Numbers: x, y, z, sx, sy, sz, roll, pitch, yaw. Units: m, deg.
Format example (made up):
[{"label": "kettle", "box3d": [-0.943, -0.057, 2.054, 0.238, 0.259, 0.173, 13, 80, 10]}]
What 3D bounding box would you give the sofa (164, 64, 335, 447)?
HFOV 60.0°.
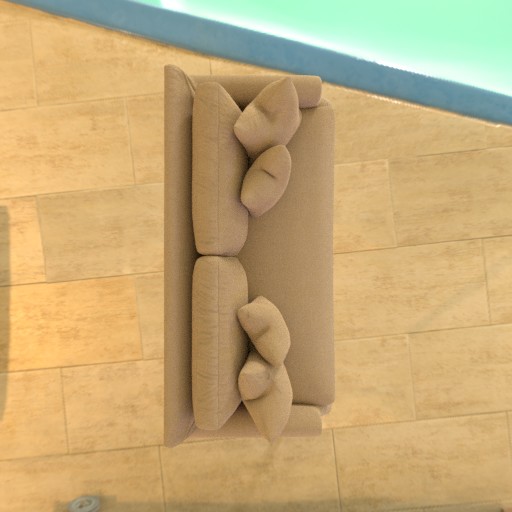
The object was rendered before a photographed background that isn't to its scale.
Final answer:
[{"label": "sofa", "box3d": [0.000, 0.000, 2.854, 1.067, 0.904, 2.285, 0, 90, 0]}]
